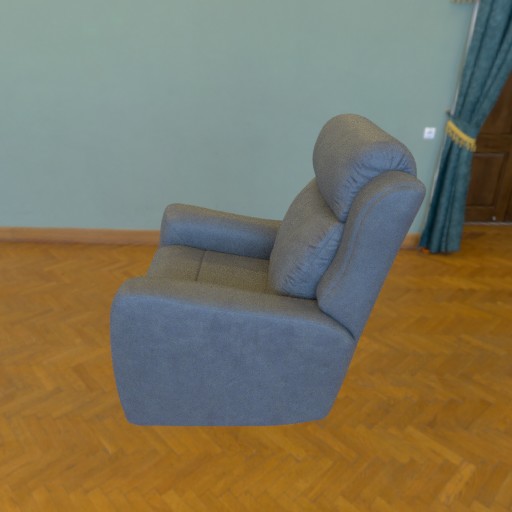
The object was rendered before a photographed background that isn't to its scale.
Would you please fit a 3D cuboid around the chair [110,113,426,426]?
[{"bbox_3d":[0.000,0.000,1.920,1.068,1.116,0.967,0,26,1],"label":"chair"}]
